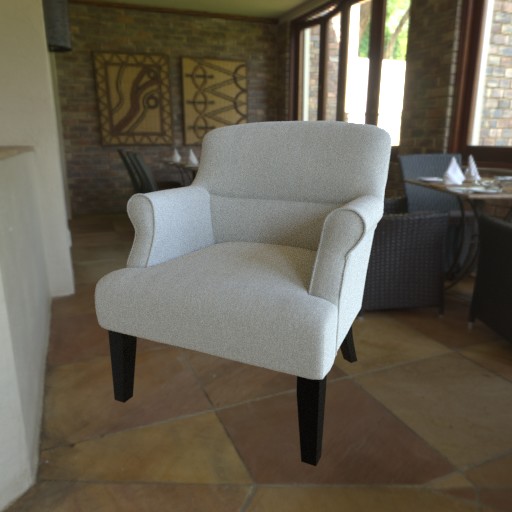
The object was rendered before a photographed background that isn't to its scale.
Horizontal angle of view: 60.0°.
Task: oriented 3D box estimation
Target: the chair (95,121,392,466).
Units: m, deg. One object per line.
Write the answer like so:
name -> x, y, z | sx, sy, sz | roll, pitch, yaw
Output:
chair -> 0.000, 0.000, 1.463 | 0.781, 0.875, 0.750 | 7, 16, 25
